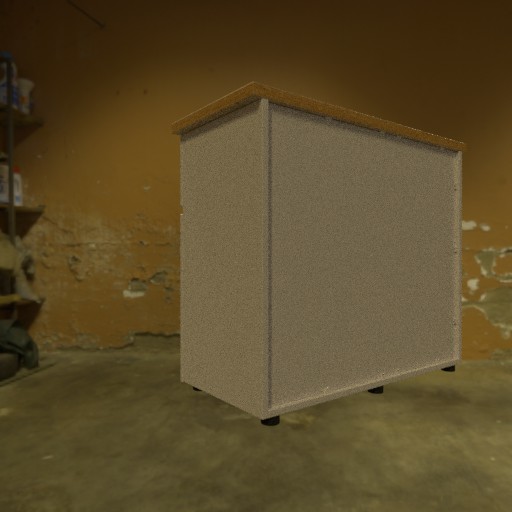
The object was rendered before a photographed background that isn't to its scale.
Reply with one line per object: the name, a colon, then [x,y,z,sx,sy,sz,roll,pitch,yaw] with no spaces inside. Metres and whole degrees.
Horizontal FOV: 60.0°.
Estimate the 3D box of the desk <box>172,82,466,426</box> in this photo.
desk: [0.000,0.000,1.695,0.900,0.760,1.170,0,0,-37]
